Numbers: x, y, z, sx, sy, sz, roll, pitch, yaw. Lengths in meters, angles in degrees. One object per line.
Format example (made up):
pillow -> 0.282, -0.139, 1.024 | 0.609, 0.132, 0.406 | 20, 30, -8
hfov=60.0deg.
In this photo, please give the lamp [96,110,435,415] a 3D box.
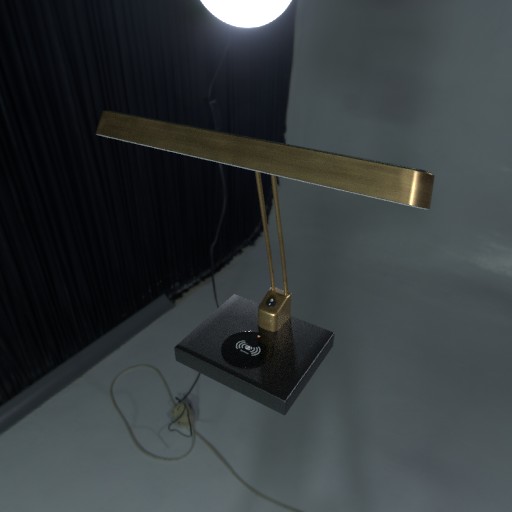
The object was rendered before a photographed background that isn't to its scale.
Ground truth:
lamp -> 0.000, 0.000, 0.583 | 0.412, 0.345, 0.156 | 18, 36, 27
